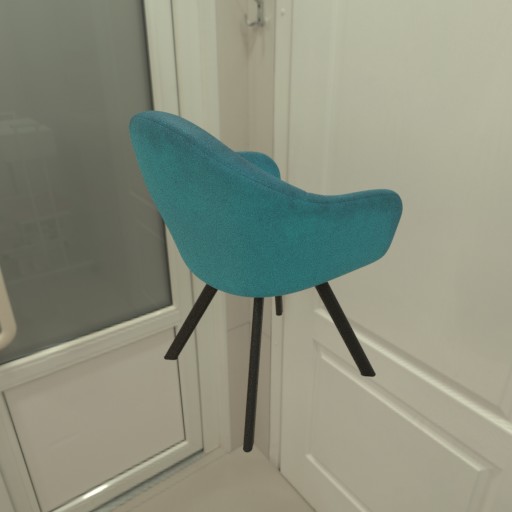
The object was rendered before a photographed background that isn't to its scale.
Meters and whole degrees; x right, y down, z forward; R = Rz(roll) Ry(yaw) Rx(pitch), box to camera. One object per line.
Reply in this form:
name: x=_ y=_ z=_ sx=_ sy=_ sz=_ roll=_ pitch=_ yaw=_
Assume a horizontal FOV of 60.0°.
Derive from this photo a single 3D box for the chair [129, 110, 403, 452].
chair: x=0.000 y=0.000 z=1.188 sx=0.570 sy=0.780 sz=0.540 roll=-18 pitch=31 yaw=-32
